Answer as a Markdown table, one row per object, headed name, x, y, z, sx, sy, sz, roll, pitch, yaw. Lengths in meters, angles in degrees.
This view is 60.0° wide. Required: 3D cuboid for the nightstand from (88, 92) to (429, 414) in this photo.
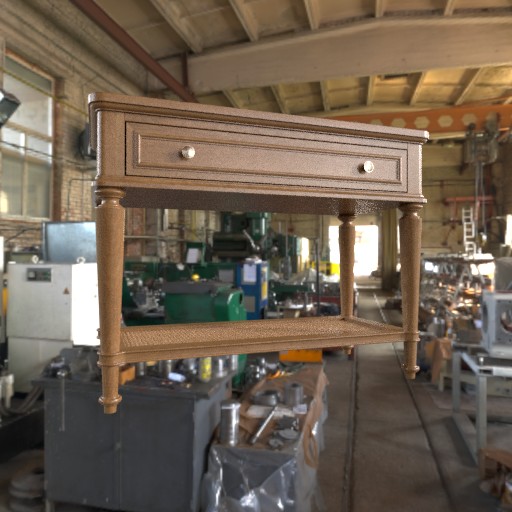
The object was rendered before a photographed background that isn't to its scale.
| name | x | y | z | sx | sy | sz | roll | pitch | yaw |
| --- | --- | --- | --- | --- | --- | --- | --- | --- | --- |
| nightstand | 0.000 | 0.000 | 1.296 | 0.914 | 0.700 | 0.432 | 0 | 0 | -20 |
